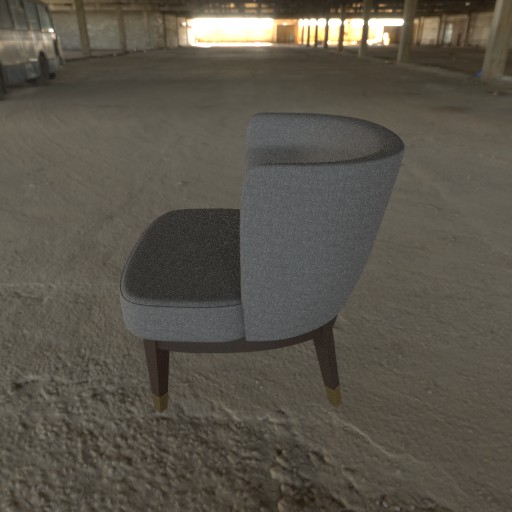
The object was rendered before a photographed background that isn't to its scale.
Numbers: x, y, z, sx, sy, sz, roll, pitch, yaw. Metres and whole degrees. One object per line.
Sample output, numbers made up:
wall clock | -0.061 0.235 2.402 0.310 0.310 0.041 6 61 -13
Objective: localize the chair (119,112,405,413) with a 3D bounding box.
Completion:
chair | 0.000 0.000 1.265 0.698 0.695 0.639 0 27 0
